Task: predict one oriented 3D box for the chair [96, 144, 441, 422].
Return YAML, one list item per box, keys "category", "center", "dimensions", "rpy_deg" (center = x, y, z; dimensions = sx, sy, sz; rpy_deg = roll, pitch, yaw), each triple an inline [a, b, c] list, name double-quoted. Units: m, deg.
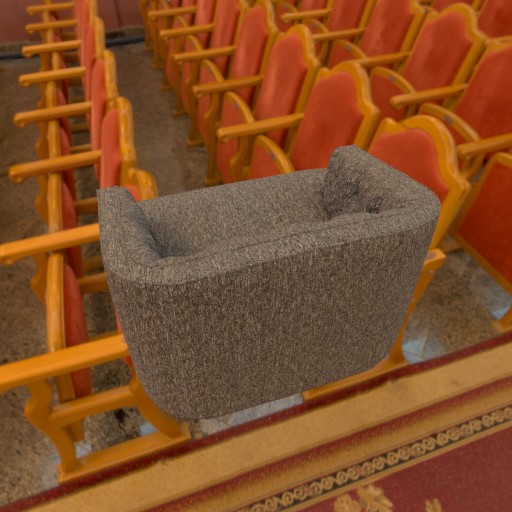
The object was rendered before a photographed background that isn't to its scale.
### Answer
- category: "chair"
  center: [0.000, 0.000, 1.770]
  dimensions: [1.104, 0.852, 0.941]
  rpy_deg: [-13, 44, -14]
